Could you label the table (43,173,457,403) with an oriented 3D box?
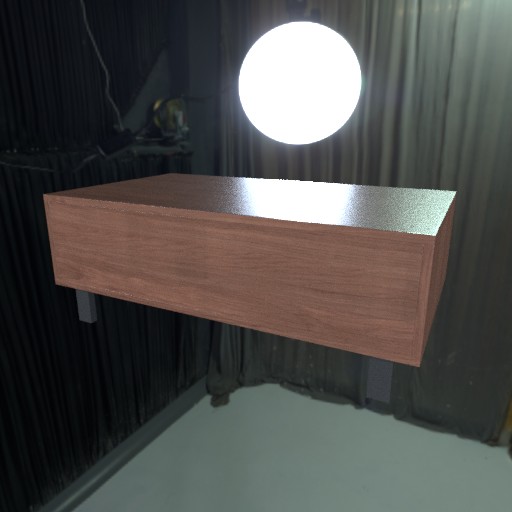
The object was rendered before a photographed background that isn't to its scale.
[{"bbox_3d":[0.000,0.000,1.321,1.020,0.380,0.600,8,19,26],"label":"table"}]
